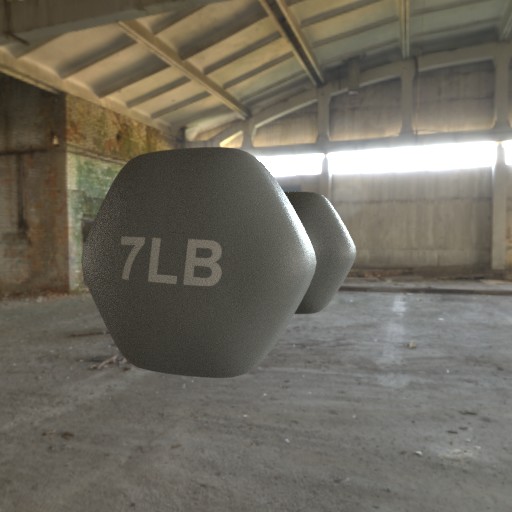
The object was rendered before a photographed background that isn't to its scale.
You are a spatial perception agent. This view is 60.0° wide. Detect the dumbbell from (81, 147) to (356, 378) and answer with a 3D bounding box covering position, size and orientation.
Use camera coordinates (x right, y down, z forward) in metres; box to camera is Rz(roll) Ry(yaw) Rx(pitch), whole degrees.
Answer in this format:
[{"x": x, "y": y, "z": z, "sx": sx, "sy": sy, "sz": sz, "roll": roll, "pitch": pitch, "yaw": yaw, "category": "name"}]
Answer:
[{"x": 0.000, "y": 0.000, "z": 0.232, "sx": 0.090, "sy": 0.081, "sz": 0.184, "roll": 1, "pitch": 2, "yaw": 19, "category": "dumbbell"}]
